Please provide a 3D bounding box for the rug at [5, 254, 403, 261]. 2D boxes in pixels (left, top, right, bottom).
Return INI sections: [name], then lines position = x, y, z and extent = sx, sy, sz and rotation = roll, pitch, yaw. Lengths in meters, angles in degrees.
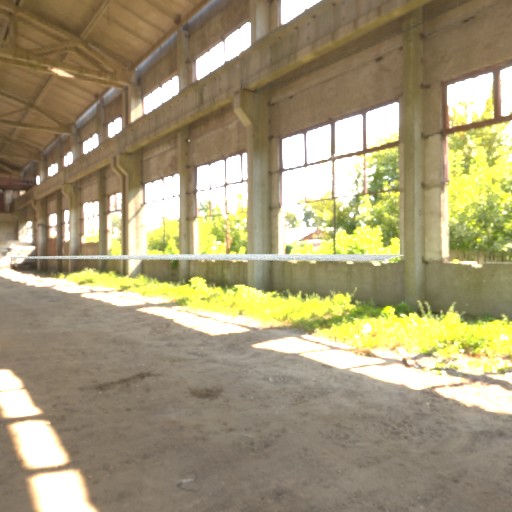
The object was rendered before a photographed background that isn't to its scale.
[rug]
position = 0.000, 0.000, 3.853
extent = 2.363, 0.012, 2.980
rotation = 0, 1, 20
